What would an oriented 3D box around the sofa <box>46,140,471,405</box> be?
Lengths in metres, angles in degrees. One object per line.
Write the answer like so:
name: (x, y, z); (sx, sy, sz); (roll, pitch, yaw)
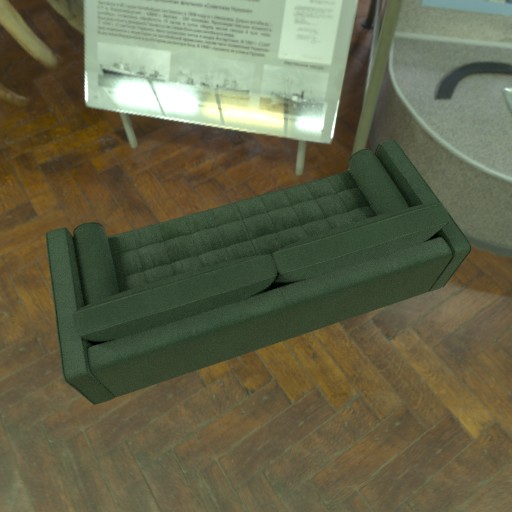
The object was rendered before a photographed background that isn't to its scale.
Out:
sofa: (0.000, 0.000, 2.599); (2.199, 0.769, 0.918); (-17, 59, -10)
